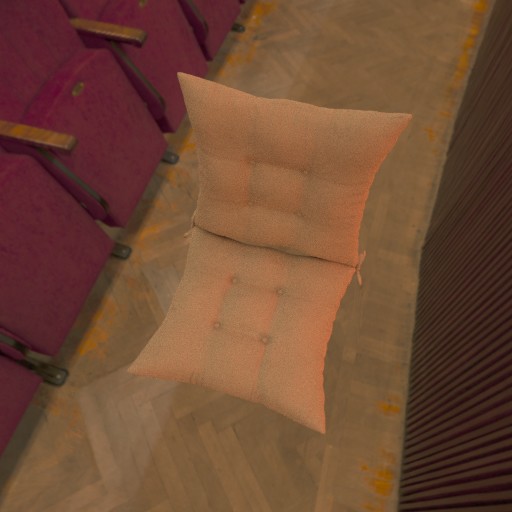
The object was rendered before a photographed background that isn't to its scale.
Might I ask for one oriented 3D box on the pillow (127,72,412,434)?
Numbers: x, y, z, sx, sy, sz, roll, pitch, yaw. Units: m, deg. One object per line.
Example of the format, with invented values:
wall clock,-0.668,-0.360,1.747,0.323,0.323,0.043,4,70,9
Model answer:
pillow,0.000,0.000,1.024,0.541,0.536,0.585,14,60,9
